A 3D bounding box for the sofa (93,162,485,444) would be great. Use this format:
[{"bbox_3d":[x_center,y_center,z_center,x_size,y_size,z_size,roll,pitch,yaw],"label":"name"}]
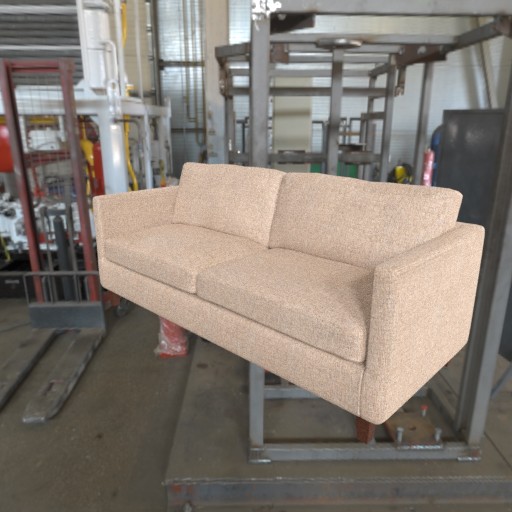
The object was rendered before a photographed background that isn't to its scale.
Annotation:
[{"bbox_3d":[0.000,0.000,2.616,2.208,0.965,0.951,16,23,41],"label":"sofa"}]
